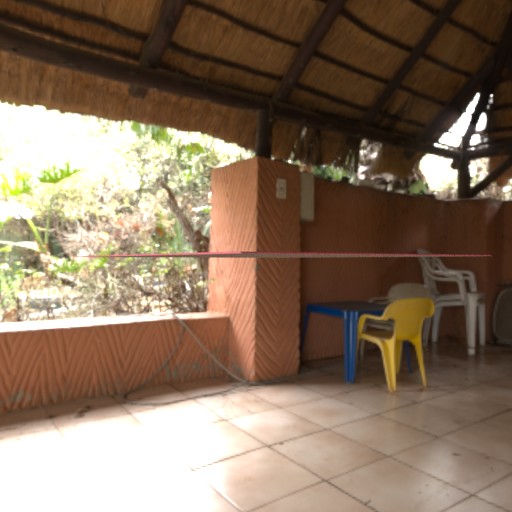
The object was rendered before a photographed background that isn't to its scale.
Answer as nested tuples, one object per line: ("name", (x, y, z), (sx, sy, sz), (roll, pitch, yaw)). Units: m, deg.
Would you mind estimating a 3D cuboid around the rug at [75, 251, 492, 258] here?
("rug", (0.000, 0.000, 3.873), (2.300, 0.012, 2.929), (0, -1, -36))
